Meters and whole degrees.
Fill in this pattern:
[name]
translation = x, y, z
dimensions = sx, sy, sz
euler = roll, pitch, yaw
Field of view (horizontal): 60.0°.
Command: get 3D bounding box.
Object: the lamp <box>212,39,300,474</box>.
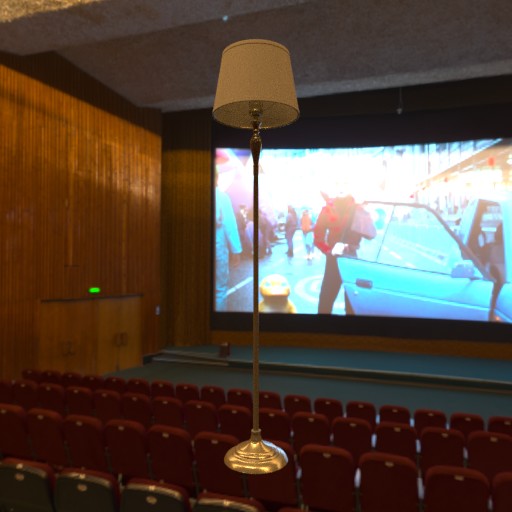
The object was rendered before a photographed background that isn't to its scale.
[lamp]
translation = 0.000, 0.000, 1.657
dimensions = 0.327, 1.506, 0.327
euler = 0, -1, 18
